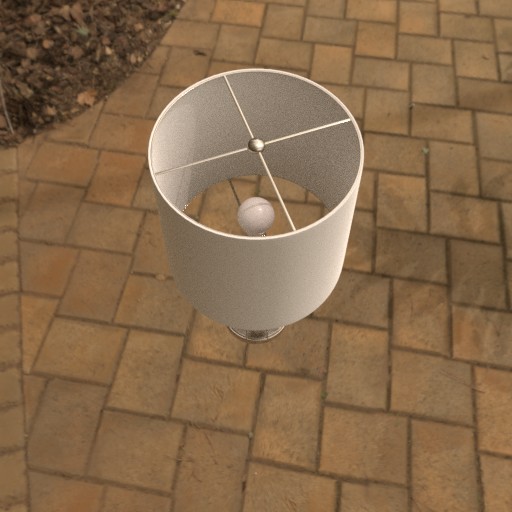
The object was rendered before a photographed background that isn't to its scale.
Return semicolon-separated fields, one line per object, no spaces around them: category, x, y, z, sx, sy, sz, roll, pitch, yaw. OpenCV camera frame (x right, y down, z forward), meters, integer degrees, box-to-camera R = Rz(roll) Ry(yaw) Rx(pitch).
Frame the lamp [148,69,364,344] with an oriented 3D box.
lamp;0.000;0.000;0.805;0.303;0.618;0.303;0;64;0
